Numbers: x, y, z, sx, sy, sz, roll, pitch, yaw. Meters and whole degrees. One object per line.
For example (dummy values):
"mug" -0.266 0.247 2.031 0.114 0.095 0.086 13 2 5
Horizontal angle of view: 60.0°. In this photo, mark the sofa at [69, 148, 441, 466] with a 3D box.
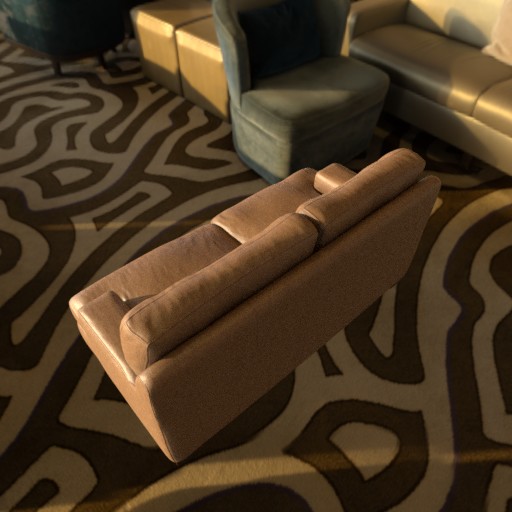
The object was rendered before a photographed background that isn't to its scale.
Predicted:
"sofa" 0.000 0.000 2.414 1.855 0.980 0.962 -32 54 -27
